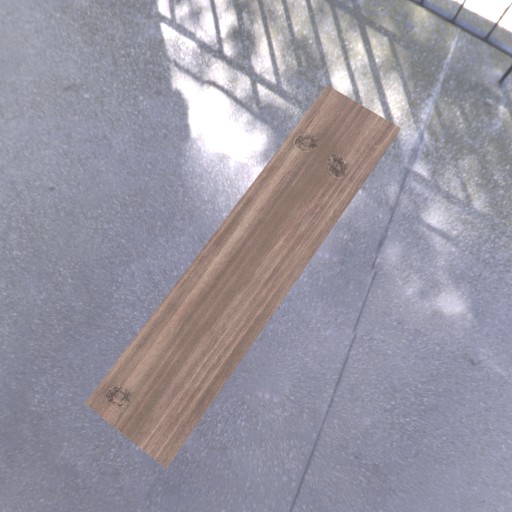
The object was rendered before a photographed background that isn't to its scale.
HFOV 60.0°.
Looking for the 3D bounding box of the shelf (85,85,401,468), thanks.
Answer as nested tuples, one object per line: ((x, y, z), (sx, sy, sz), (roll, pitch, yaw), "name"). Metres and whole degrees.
((0.000, 0.000, 0.664), (0.140, 0.020, 0.610), (34, 77, 9), "shelf")
